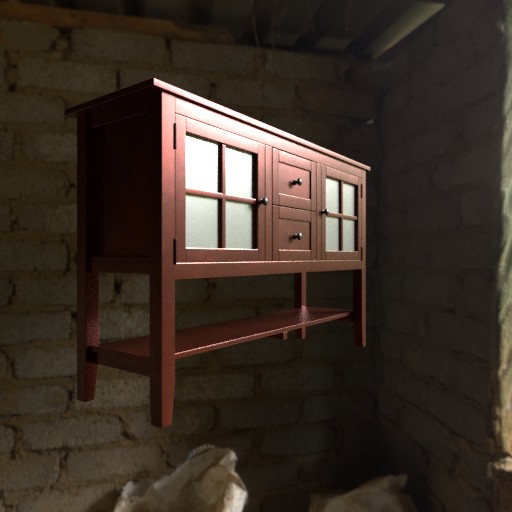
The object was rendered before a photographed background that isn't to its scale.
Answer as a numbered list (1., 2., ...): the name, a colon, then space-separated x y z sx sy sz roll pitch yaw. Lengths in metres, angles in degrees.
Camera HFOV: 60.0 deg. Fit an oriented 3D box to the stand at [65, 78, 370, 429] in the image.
1. stand: 0.000 0.000 1.744 0.410 0.872 1.362 0 0 37
